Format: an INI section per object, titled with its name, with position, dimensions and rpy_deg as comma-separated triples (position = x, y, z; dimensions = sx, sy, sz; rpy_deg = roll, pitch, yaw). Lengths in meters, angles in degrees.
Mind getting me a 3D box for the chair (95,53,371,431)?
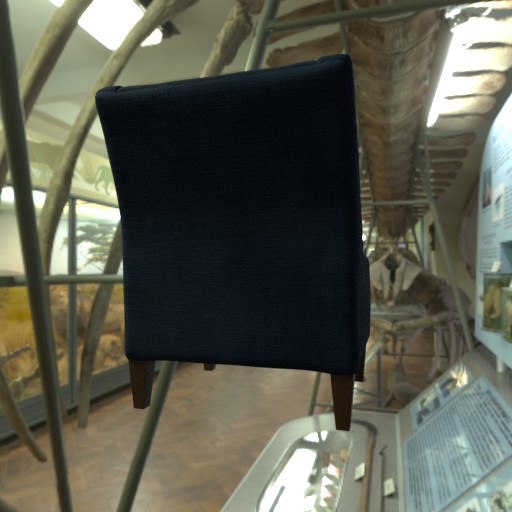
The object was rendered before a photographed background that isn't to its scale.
[chair]
position = 0.000, 0.000, 1.599
dimensions = 0.774, 1.014, 0.870
rpy_deg = -1, -2, 17
